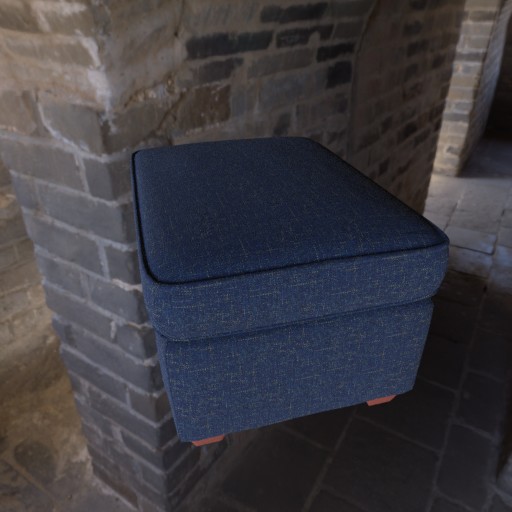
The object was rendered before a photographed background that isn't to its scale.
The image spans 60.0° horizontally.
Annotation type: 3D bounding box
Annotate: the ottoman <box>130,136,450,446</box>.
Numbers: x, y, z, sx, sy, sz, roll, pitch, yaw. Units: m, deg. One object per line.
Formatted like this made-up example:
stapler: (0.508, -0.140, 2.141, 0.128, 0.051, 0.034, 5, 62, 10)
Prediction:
ottoman: (0.000, 0.000, 1.098, 0.549, 0.450, 0.749, -8, 31, -13)
